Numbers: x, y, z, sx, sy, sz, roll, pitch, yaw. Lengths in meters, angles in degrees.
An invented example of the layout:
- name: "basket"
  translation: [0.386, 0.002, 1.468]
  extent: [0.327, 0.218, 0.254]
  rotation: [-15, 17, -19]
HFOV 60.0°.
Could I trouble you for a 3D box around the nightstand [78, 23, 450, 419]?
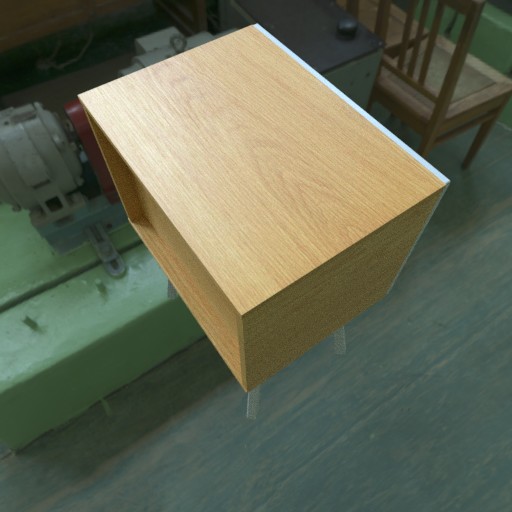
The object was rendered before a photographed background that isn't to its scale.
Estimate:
- name: "nightstand"
  translation: [0.000, 0.000, 0.824]
  extent: [0.316, 0.601, 0.400]
  rotation: [-31, 63, -18]
